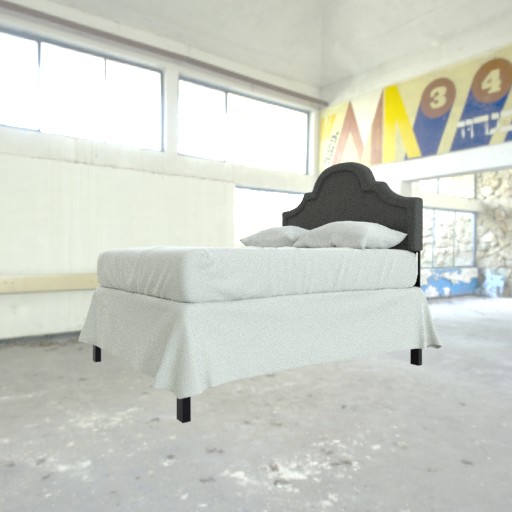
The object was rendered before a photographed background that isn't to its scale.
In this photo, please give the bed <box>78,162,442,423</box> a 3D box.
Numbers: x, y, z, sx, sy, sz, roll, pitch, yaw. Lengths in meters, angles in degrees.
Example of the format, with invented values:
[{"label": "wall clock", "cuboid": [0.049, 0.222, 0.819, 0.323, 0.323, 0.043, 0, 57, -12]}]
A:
[{"label": "bed", "cuboid": [0.000, 0.000, 3.381, 2.222, 1.634, 1.780, 0, 0, -35]}]
